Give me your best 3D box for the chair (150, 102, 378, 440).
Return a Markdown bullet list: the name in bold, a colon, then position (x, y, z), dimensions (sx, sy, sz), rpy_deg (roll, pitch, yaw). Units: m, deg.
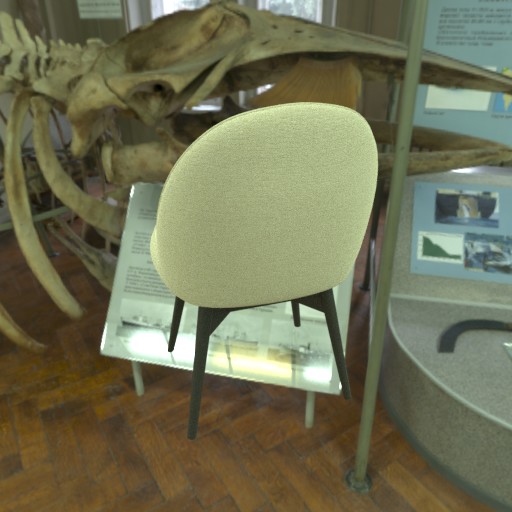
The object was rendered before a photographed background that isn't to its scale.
- **chair**: position (0.000, 0.000, 1.176), dimensions (0.532, 0.838, 0.540), rpy_deg (-8, 28, -16)
